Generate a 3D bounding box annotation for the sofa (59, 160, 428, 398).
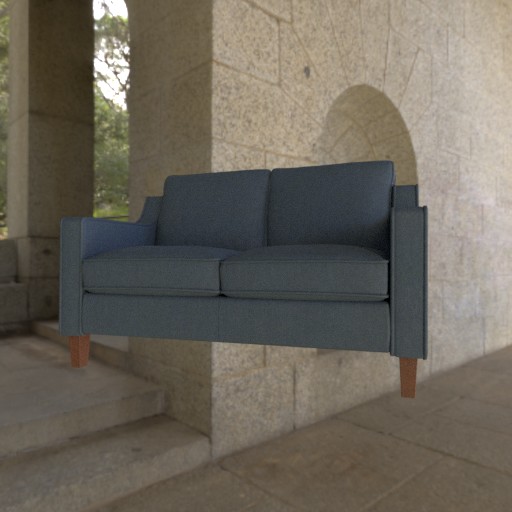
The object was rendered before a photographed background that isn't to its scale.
[{"bbox_3d":[0.000,0.000,2.143,1.501,0.971,0.987,0,0,17],"label":"sofa"}]
